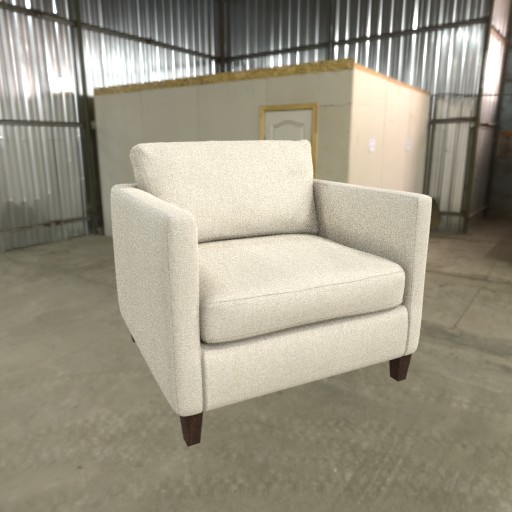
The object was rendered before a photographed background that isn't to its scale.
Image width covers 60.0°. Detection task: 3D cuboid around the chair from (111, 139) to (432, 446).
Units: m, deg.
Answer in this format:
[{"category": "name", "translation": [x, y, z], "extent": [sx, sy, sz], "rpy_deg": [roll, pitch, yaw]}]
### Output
[{"category": "chair", "translation": [0.000, 0.000, 1.810], "extent": [0.996, 0.919, 0.959], "rpy_deg": [-7, 16, -25]}]
